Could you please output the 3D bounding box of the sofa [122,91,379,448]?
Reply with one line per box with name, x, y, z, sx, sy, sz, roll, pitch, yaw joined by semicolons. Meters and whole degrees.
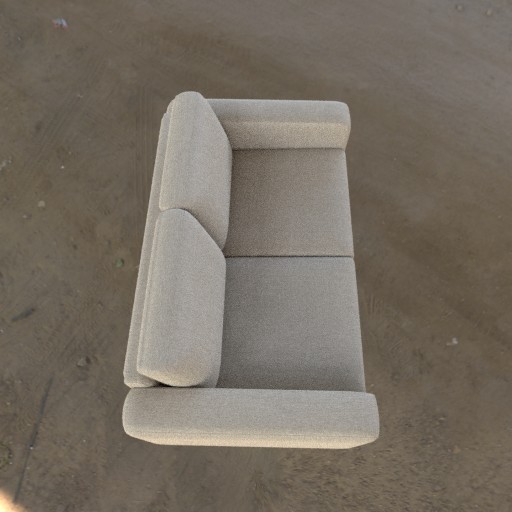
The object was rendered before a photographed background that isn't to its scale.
sofa;0.000;0.000;1.976;0.900;0.800;1.540;1;64;1
